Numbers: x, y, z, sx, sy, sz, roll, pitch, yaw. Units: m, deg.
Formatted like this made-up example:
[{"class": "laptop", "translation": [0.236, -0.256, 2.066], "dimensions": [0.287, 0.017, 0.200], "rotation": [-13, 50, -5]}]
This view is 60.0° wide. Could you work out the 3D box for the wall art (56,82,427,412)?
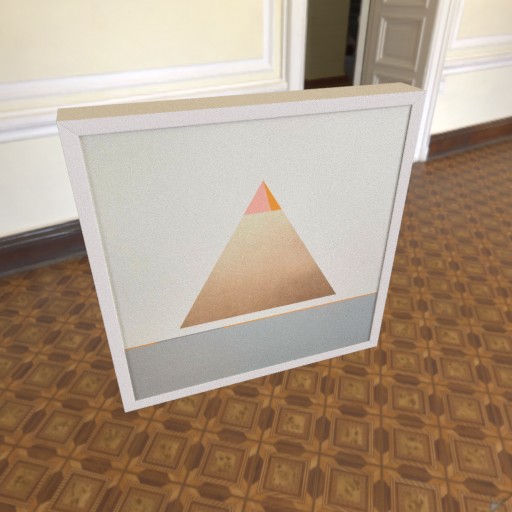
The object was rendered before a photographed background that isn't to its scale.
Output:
[{"class": "wall art", "translation": [0.000, 0.000, 0.444], "dimensions": [0.305, 0.304, 0.038], "rotation": [-10, 33, -16]}]
